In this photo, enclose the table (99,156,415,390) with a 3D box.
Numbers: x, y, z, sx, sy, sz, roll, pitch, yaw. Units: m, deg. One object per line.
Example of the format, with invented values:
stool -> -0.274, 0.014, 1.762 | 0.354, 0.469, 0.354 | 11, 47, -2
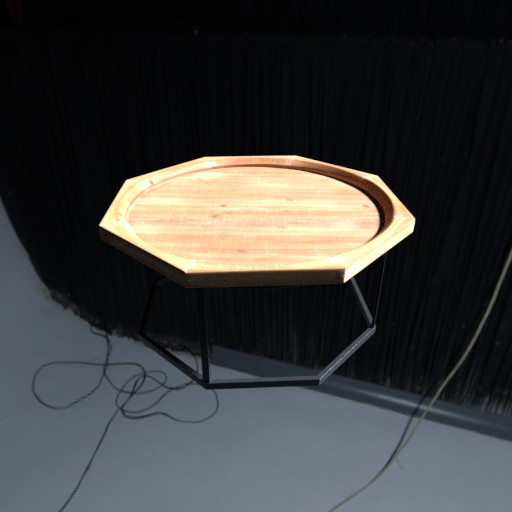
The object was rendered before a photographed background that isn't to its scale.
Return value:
table -> 0.000, 0.000, 1.567 | 1.002, 0.444, 1.002 | 0, 29, 0
